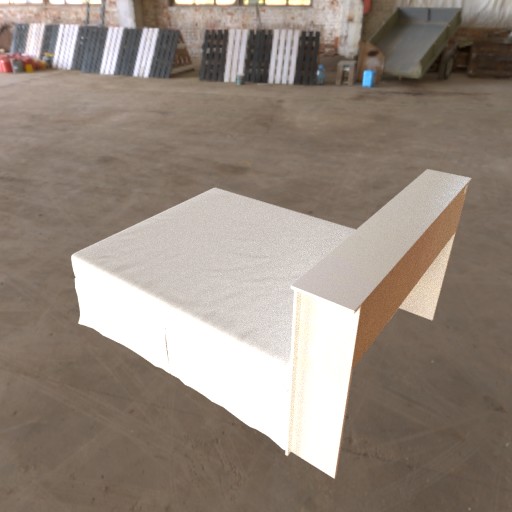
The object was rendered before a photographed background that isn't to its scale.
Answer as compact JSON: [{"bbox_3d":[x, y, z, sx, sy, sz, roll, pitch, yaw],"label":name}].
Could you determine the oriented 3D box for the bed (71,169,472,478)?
[{"bbox_3d":[0.000,0.000,3.026,2.133,1.092,1.671,21,37,31],"label":"bed"}]
